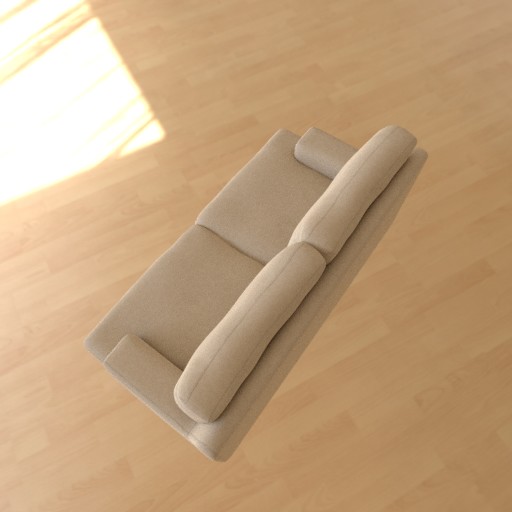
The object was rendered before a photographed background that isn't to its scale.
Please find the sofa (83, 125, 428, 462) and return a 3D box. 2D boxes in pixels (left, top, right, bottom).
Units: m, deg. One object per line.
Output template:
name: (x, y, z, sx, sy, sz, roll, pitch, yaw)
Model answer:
sofa: (0.000, 0.000, 2.433, 0.962, 0.967, 1.885, 33, 68, 15)
